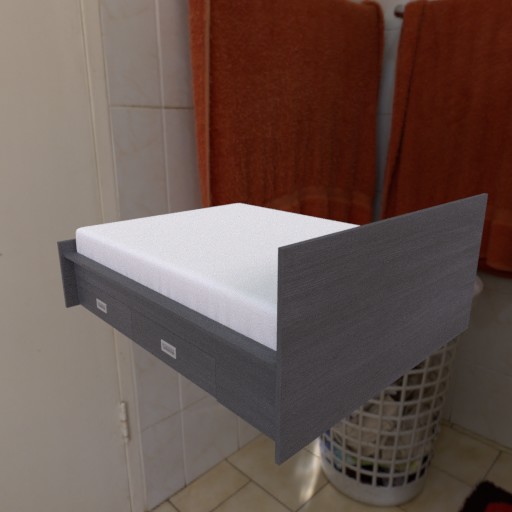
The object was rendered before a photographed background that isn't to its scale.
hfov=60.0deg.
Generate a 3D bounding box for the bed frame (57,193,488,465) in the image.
[{"bbox_3d":[0.000,0.000,2.675,1.622,0.800,1.960,-15,22,-41],"label":"bed frame"}]
